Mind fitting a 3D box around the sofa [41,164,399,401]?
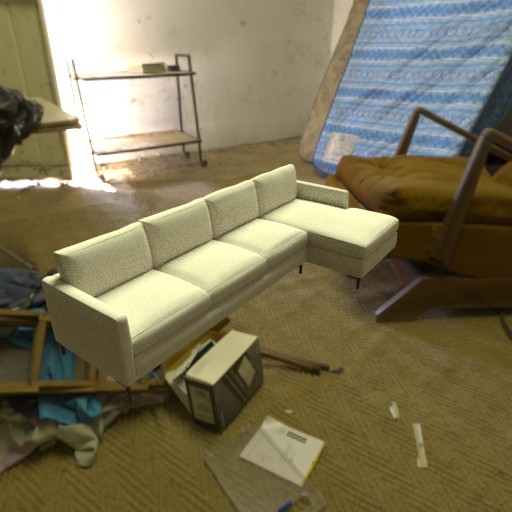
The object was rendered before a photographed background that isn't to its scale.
[{"bbox_3d":[0.000,0.000,3.025,1.126,0.677,2.445,18,32,32],"label":"sofa"}]
